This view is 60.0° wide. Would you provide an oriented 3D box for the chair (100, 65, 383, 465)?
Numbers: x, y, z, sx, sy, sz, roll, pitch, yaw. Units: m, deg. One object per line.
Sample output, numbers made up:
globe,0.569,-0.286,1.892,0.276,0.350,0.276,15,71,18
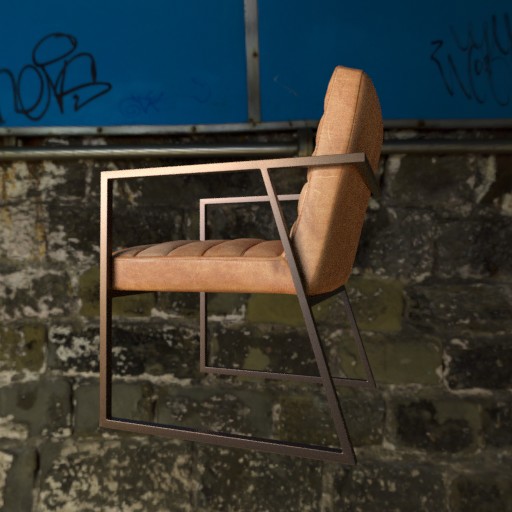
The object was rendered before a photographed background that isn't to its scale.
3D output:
chair,0.000,0.000,1.248,0.677,0.832,0.571,0,0,19
